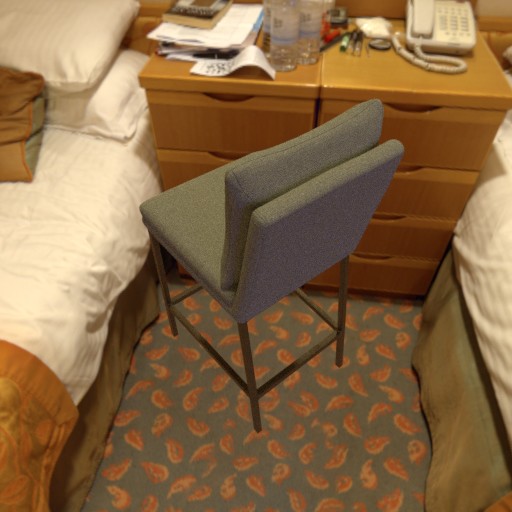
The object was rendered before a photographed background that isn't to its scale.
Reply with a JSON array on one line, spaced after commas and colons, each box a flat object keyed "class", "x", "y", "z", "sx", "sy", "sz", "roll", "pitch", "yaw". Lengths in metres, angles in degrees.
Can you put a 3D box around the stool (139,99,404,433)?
[{"class": "stool", "x": 0.000, "y": 0.000, "z": 1.379, "sx": 0.463, "sy": 1.031, "sz": 0.569, "roll": -30, "pitch": 52, "yaw": -26}]
